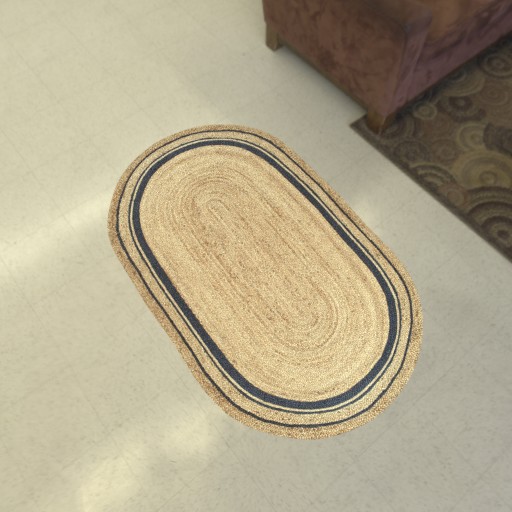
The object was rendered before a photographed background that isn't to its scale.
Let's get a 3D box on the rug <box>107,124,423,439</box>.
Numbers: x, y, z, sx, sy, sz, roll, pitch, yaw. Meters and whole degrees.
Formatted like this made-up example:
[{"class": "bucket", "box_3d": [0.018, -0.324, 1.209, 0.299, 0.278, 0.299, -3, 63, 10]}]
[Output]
[{"class": "rug", "box_3d": [0.000, 0.000, 2.942, 1.520, 0.006, 2.432, -33, 69, -15]}]
